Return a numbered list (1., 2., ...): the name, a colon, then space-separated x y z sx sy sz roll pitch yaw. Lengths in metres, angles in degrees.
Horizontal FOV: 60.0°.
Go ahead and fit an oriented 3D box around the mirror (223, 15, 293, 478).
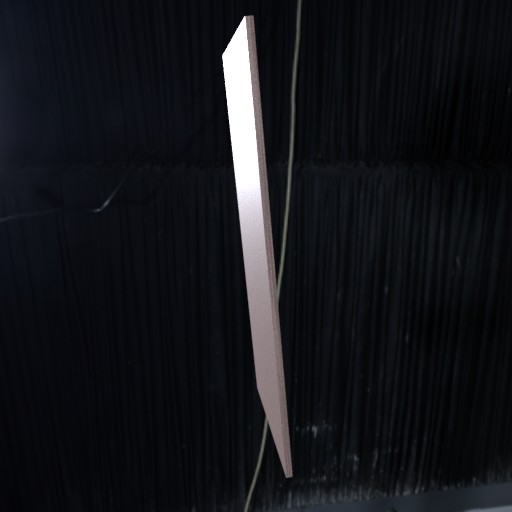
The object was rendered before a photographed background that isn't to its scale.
1. mirror: 0.000 0.000 2.263 0.221 2.020 0.812 -3 15 -9
